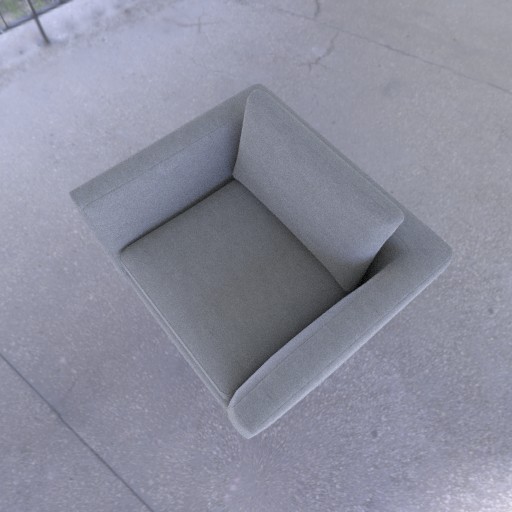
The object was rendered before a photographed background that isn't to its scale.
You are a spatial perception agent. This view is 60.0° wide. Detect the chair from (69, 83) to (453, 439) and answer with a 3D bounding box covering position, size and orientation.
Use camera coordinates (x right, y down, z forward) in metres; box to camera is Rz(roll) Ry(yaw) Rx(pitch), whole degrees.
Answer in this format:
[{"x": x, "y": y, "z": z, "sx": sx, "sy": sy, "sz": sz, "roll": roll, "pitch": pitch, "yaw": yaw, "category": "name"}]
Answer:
[{"x": 0.000, "y": 0.000, "z": 1.726, "sx": 0.889, "sy": 0.864, "sz": 1.041, "roll": -36, "pitch": 69, "yaw": -17, "category": "chair"}]
